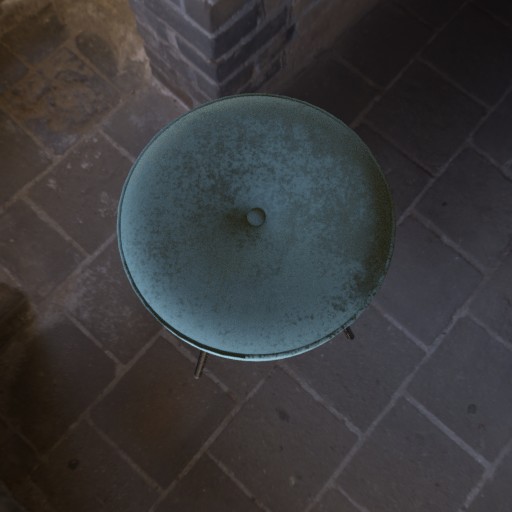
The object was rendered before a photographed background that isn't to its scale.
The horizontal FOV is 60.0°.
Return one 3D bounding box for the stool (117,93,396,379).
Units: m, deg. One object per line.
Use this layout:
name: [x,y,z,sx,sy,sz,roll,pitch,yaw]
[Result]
stool: [0.000,0.000,0.879,0.458,0.519,0.457,-5,76,-1]
